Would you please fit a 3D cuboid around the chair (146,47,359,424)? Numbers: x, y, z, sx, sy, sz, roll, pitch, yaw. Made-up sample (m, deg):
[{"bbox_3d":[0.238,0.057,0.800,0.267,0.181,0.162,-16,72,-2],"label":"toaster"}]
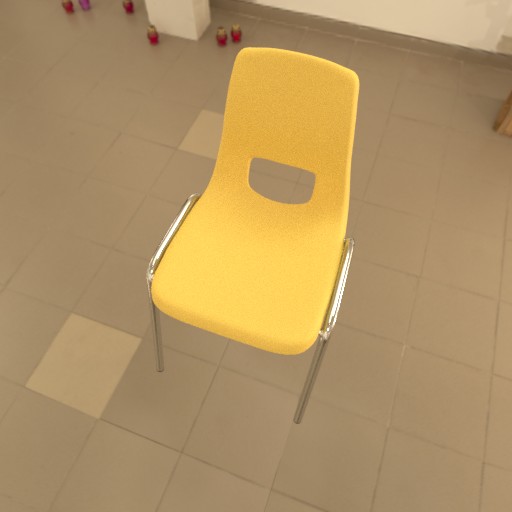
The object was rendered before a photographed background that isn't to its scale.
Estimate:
[{"bbox_3d":[0.000,0.000,0.912,0.381,0.653,0.436,17,60,10],"label":"chair"}]
